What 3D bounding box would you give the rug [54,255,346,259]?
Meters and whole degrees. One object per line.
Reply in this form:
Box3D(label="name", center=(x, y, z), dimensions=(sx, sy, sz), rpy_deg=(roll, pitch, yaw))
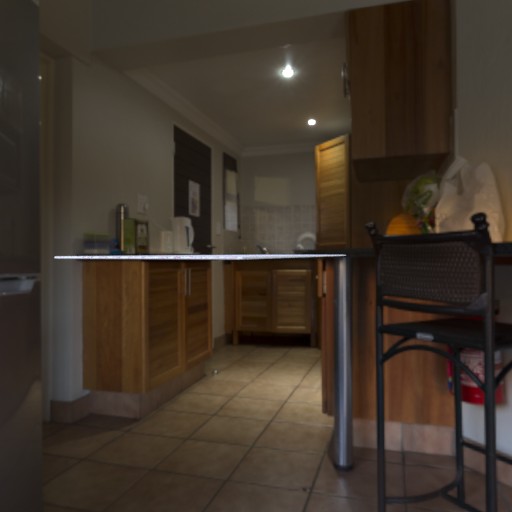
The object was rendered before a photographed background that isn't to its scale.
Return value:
Box3D(label="rug", center=(0.000, 0.000, 2.672), dimensions=(0.750, 0.009, 2.435), rpy_deg=(0, 0, 19))
